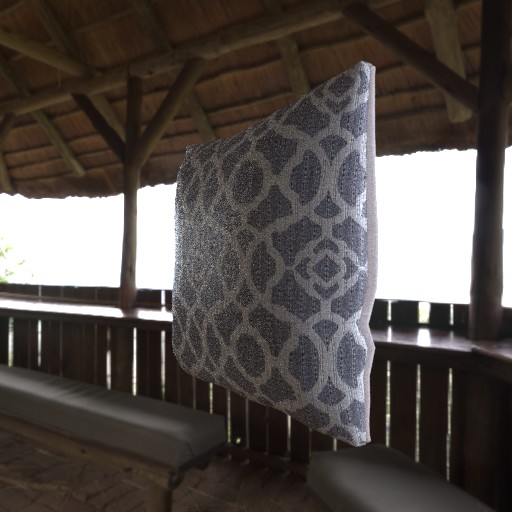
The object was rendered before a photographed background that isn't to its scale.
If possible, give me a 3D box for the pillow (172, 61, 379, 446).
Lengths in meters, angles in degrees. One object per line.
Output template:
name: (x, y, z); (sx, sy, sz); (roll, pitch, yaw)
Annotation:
pillow: (0.000, 0.000, 0.774); (0.215, 0.498, 0.508); (1, -1, -35)
